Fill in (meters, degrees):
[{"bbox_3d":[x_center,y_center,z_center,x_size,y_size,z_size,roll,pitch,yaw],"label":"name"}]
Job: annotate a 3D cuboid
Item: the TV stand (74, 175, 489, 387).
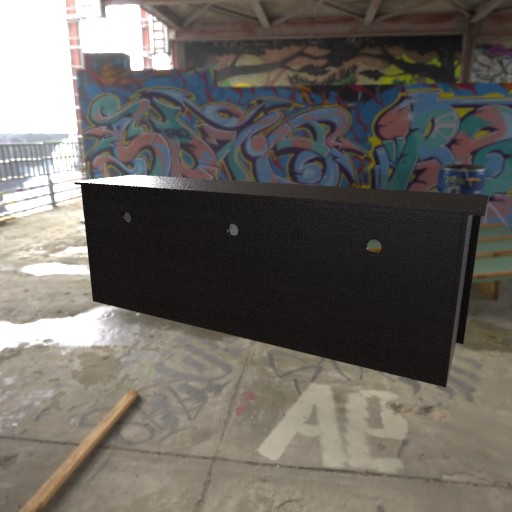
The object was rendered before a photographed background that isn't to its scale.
[{"bbox_3d":[0.000,0.000,1.987,1.778,0.610,0.406,8,18,27],"label":"TV stand"}]
